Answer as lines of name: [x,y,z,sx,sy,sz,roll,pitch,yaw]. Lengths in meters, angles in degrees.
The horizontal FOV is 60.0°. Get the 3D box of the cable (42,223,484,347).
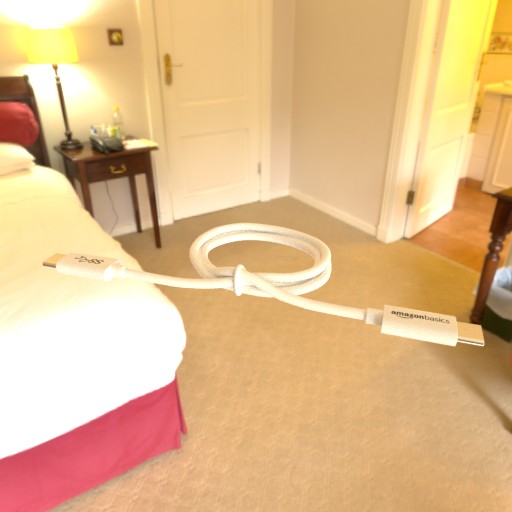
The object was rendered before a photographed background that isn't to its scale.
cable: [0.000,0.000,0.204,0.186,0.014,0.070,8,28,16]
